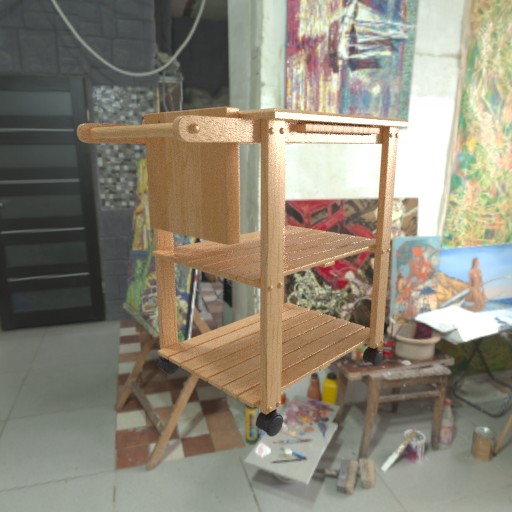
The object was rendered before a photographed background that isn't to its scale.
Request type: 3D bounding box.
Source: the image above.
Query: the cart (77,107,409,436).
[{"bbox_3d":[0.000,0.000,1.347,0.520,0.816,0.843,13,19,43],"label":"cart"}]
